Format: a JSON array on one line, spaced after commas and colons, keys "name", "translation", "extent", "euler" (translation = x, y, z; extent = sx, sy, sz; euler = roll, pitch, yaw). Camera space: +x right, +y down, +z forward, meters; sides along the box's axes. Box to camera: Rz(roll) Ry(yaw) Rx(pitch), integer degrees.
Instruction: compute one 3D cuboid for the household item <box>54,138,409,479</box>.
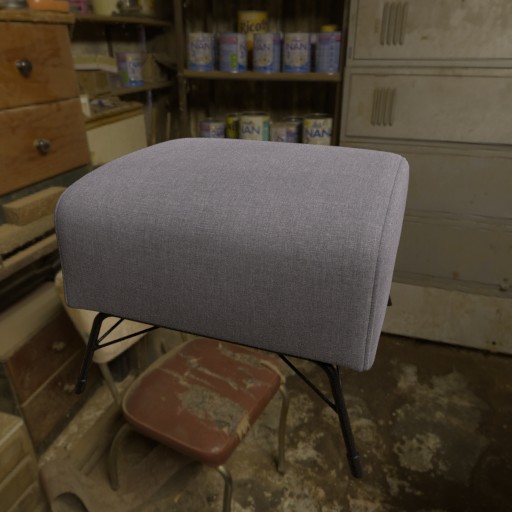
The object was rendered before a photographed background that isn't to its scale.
[{"name": "household item", "translation": [0.000, 0.000, 0.873], "extent": [0.530, 0.410, 0.530], "euler": [9, 27, 18]}]
